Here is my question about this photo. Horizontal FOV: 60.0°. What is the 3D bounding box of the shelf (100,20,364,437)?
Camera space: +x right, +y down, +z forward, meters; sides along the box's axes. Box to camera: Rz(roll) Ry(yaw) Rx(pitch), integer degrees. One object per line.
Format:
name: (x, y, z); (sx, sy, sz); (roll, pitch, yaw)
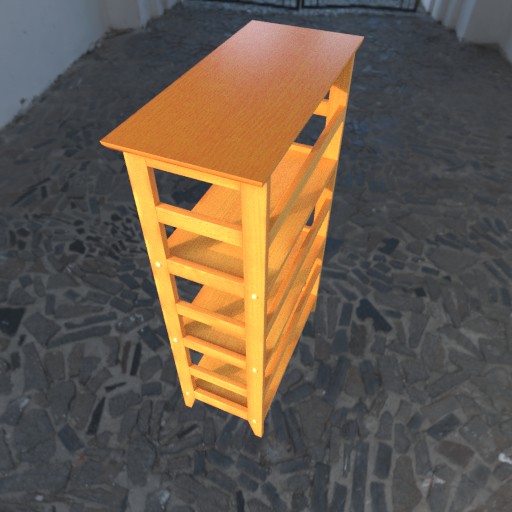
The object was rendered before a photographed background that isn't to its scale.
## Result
shelf: (0.000, 0.000, 1.317); (0.305, 1.067, 0.660); (17, 48, 16)
